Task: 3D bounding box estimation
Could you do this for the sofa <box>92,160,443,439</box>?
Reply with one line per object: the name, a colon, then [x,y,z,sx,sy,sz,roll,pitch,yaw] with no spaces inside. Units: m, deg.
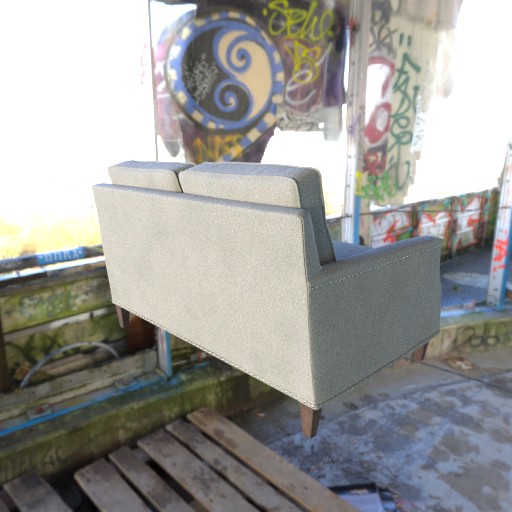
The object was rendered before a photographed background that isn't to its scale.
sofa: [0.000,0.000,2.340,1.084,1.003,1.597,-13,19,-42]
